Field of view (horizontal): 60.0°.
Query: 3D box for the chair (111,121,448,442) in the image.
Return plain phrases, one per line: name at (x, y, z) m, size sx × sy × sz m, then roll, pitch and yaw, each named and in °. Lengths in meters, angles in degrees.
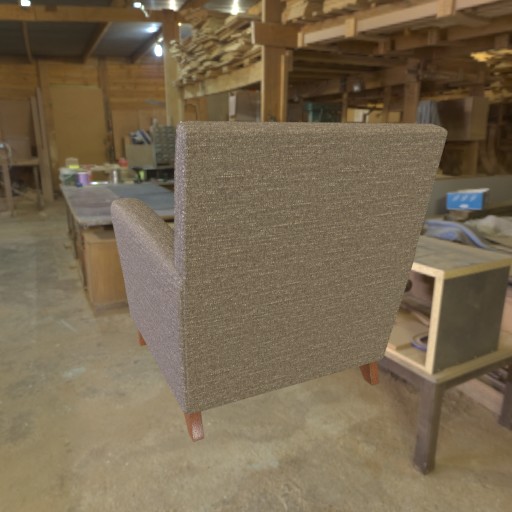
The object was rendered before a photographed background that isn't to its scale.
chair at (0.000, 0.000, 1.560) m, size 0.838 × 0.885 × 0.875 m, roll -8°, pitch 17°, yaw -25°
